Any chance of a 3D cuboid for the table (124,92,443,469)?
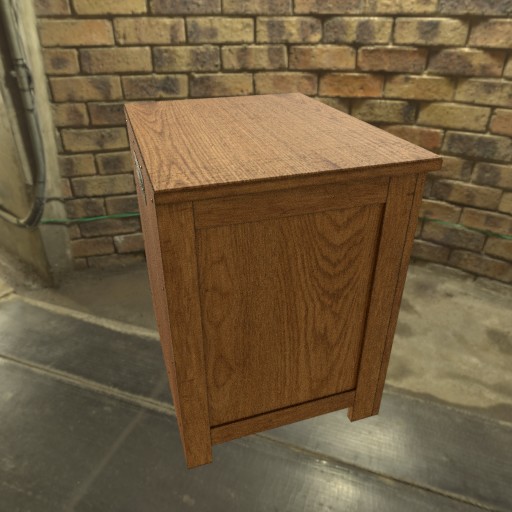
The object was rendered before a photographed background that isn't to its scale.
[{"bbox_3d":[0.000,0.000,1.068,0.494,0.625,0.601,-9,32,-16],"label":"table"}]
